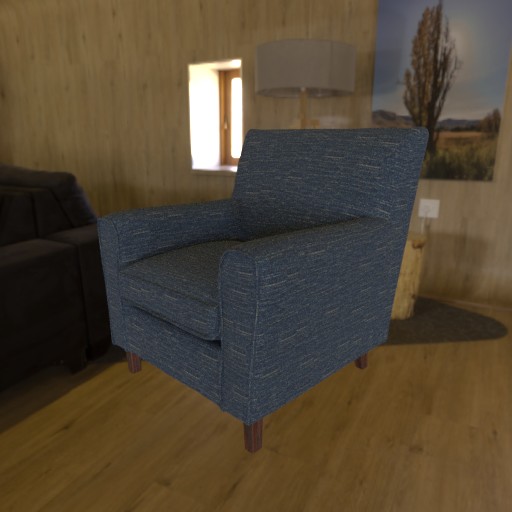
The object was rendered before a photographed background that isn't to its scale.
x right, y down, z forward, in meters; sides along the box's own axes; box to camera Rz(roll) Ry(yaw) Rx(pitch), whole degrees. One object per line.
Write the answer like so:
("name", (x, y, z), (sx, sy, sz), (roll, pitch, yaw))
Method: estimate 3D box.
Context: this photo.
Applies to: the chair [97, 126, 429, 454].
("chair", (0.000, 0.000, 1.655), (0.864, 0.928, 0.873), (14, 21, 42))
